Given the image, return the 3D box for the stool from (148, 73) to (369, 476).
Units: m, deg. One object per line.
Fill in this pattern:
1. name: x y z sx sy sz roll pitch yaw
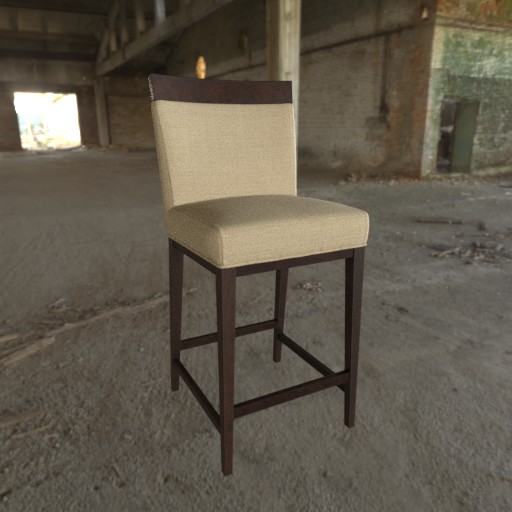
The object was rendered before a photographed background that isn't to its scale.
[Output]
1. stool: 0.000 0.000 1.438 0.511 1.117 0.531 -9 18 -27
